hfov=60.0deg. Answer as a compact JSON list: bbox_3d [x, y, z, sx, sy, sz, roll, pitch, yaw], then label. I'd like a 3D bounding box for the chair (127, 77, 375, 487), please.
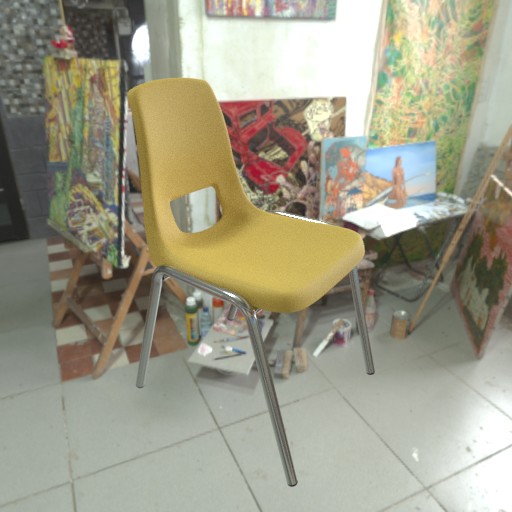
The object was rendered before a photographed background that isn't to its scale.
[{"bbox_3d":[0.000,0.000,0.897,0.436,0.653,0.381,17,31,31],"label":"chair"}]
